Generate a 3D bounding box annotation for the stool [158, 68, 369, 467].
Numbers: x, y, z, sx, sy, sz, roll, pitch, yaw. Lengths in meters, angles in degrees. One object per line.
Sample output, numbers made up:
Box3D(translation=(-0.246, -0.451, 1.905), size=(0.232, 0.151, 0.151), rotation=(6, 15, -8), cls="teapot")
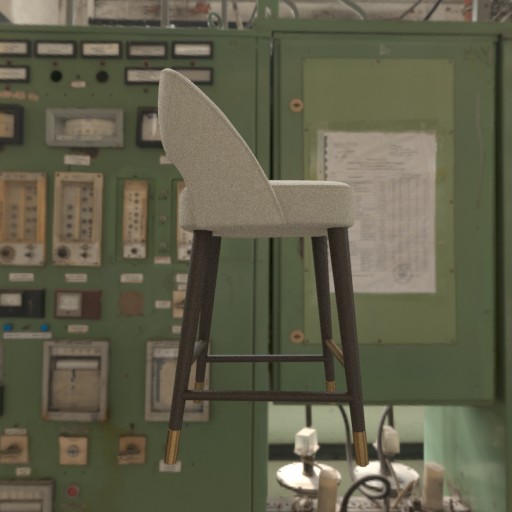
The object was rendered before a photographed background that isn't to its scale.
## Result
Box3D(translation=(0.000, 0.000, 1.212), size=(0.509, 0.940, 0.494), rotation=(0, -1, 1), cls="stool")
